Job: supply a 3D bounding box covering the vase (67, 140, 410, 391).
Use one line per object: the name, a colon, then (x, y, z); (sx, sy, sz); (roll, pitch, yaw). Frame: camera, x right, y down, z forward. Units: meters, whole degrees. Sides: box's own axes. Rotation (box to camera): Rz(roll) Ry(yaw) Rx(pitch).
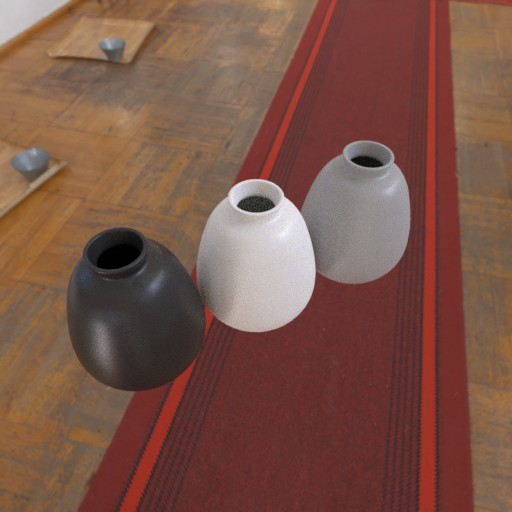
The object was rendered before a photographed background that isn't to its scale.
vase: (0.000, 0.000, 0.351); (0.297, 0.122, 0.097); (-23, 51, -20)
